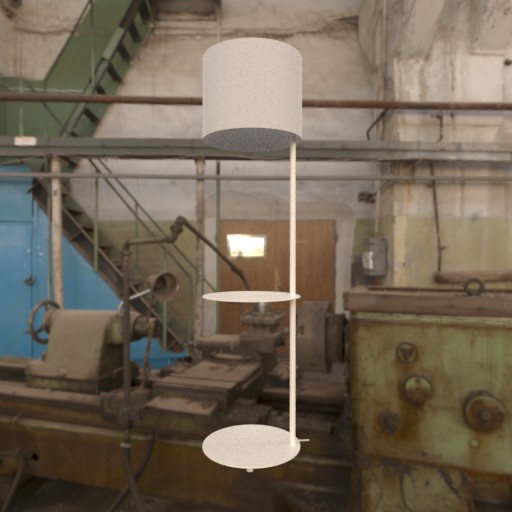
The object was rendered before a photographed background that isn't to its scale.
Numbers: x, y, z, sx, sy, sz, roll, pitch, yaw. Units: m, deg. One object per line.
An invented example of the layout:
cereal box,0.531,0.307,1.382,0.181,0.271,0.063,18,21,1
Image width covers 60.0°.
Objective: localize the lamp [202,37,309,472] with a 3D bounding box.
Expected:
lamp,0.000,0.000,1.676,0.405,1.465,0.372,0,1,0
